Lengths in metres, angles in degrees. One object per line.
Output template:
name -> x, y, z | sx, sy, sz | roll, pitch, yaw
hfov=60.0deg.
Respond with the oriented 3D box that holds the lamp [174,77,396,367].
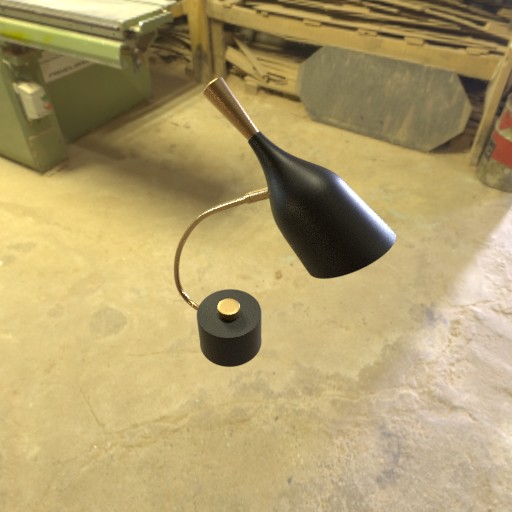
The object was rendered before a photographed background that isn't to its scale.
lamp -> 0.000, 0.000, 0.613 | 0.352, 0.464, 0.110 | 26, 48, 26
